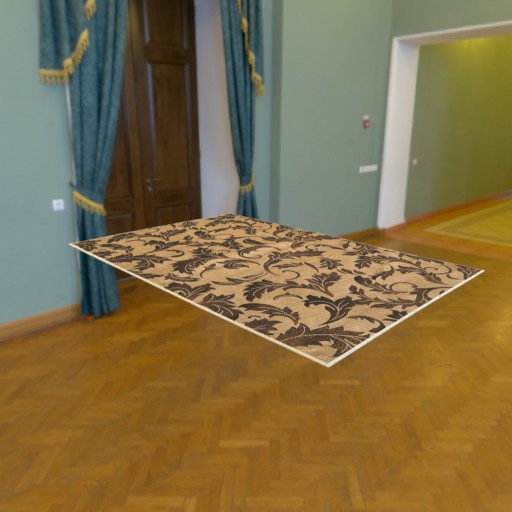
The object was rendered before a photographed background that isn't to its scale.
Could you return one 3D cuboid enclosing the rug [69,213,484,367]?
[{"bbox_3d":[0.000,0.000,2.873,1.522,0.008,2.284,-16,23,-42],"label":"rug"}]
